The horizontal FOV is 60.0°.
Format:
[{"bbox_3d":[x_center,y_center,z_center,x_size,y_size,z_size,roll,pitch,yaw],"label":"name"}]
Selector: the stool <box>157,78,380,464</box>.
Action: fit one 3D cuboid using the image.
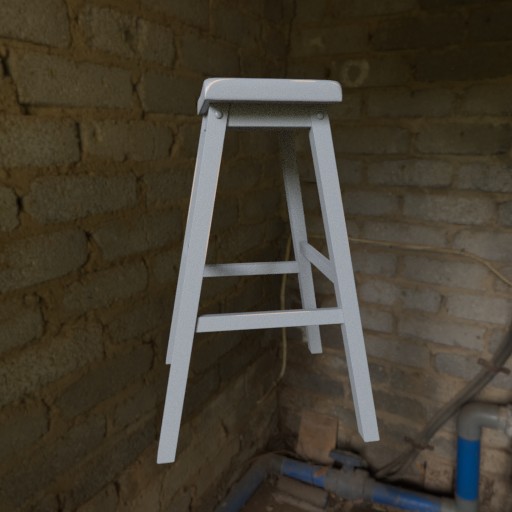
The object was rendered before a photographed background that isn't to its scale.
[{"bbox_3d":[0.000,0.000,1.061,0.476,0.737,0.457,-2,14,-8],"label":"stool"}]
